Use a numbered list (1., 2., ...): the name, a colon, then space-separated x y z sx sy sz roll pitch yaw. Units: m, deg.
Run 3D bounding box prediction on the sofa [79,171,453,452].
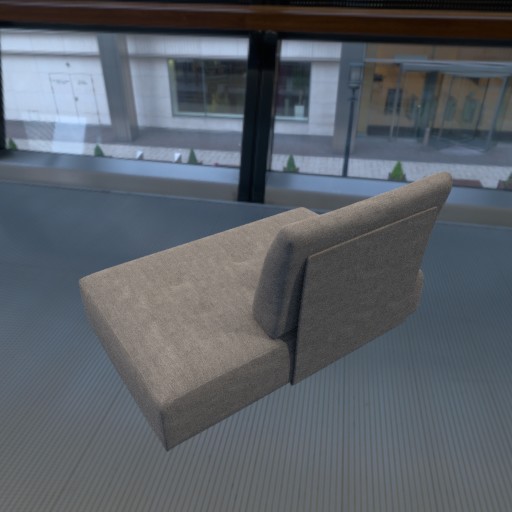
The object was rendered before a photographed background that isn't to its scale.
1. sofa: 0.000 0.000 2.077 1.450 0.820 1.002 -20 36 -30
